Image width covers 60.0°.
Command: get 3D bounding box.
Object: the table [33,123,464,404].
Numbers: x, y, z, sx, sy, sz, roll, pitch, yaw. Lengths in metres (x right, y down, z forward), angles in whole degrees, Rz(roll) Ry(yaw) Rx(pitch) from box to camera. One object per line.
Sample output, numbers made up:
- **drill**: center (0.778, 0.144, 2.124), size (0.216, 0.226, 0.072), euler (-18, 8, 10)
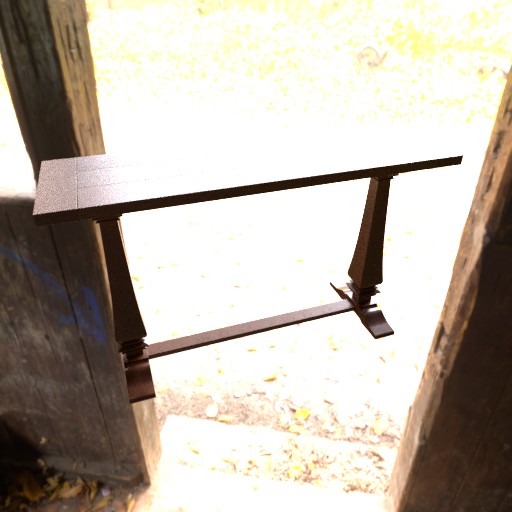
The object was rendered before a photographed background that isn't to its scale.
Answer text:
- **table**: center (0.000, 0.000, 1.850), size (1.478, 0.852, 0.461), euler (-11, 34, -16)
